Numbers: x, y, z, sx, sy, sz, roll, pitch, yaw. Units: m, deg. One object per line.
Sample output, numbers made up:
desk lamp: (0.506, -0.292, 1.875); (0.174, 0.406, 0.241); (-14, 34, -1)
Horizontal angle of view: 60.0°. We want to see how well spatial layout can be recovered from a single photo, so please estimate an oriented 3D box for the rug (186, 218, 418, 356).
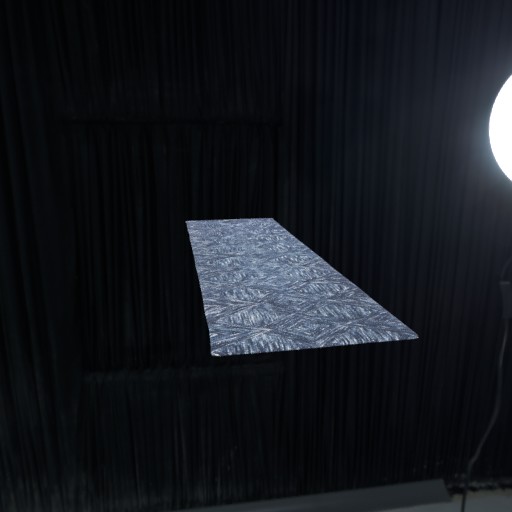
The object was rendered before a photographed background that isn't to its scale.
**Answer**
rug: (0.000, 0.000, 2.529); (0.719, 0.013, 2.306); (-3, 15, -10)
